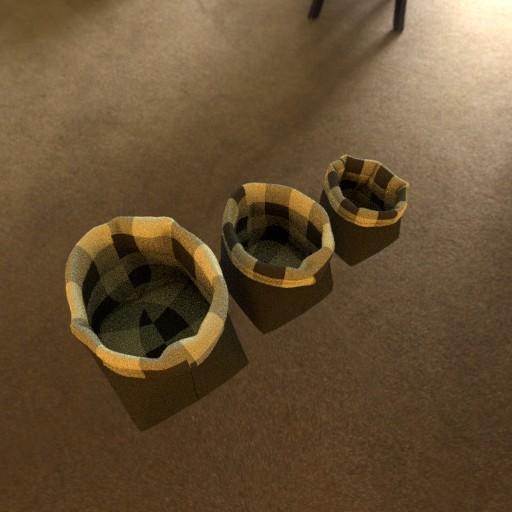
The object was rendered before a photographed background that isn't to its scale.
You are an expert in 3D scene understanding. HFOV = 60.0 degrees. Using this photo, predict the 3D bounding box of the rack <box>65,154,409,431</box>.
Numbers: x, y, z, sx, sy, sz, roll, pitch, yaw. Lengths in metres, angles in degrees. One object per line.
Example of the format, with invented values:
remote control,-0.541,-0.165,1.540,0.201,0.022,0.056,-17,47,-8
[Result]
rack,0.000,0.000,1.091,0.889,0.329,0.370,-31,63,-17
